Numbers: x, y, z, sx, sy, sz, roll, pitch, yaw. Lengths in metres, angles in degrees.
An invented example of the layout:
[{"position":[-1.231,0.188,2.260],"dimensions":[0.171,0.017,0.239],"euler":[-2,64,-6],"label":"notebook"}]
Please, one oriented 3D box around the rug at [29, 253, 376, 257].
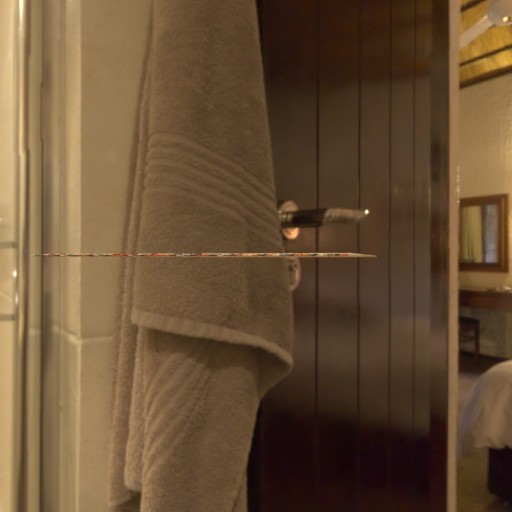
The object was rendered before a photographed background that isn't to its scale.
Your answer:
[{"position":[0.000,0.000,2.468],"dimensions":[1.218,0.010,1.997],"euler":[0,0,18],"label":"rug"}]
